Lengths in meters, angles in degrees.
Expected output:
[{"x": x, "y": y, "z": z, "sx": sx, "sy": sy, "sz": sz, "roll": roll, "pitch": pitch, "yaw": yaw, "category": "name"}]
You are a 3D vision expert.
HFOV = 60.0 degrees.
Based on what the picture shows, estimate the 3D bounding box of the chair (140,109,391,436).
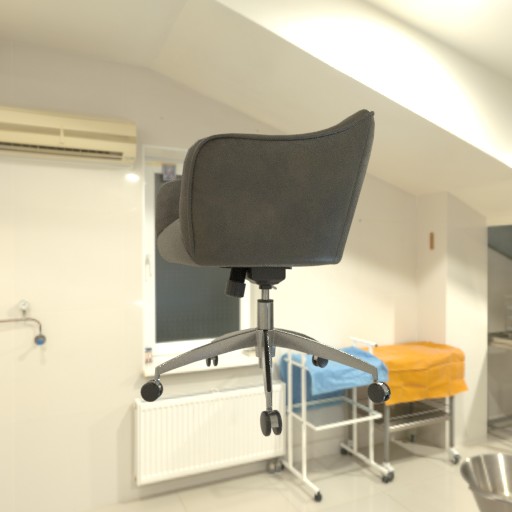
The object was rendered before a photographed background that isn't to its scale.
[{"x": 0.000, "y": 0.000, "z": 1.360, "sx": 0.689, "sy": 0.827, "sz": 0.713, "roll": 0, "pitch": 0, "yaw": -18, "category": "chair"}]
